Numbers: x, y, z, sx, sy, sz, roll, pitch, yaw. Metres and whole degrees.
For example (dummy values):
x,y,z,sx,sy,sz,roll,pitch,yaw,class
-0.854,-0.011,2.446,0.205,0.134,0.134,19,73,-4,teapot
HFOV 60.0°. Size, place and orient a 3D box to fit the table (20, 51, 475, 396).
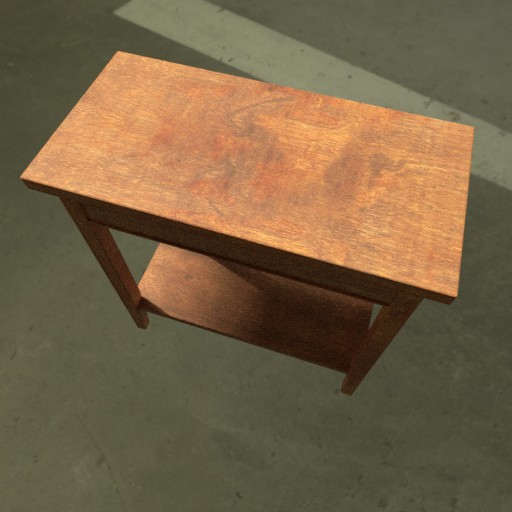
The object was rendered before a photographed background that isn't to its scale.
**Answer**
x,y,z,sx,sy,sz,roll,pitch,yaw,class
0.000,0.000,0.918,0.610,0.610,0.305,16,60,9,table
